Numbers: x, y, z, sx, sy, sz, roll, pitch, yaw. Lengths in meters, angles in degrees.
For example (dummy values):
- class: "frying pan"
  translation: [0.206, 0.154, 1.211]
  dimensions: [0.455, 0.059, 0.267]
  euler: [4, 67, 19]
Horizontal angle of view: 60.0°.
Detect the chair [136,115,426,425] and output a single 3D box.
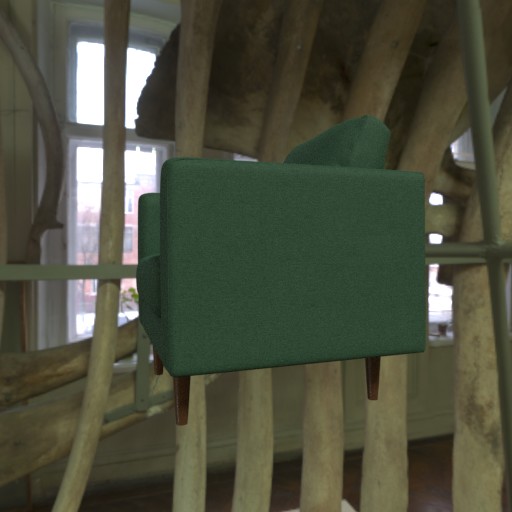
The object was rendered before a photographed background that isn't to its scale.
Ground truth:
- class: "chair"
  translation: [0.000, 0.000, 1.580]
  dimensions: [0.800, 0.927, 0.855]
  euler: [0, 1, -19]
